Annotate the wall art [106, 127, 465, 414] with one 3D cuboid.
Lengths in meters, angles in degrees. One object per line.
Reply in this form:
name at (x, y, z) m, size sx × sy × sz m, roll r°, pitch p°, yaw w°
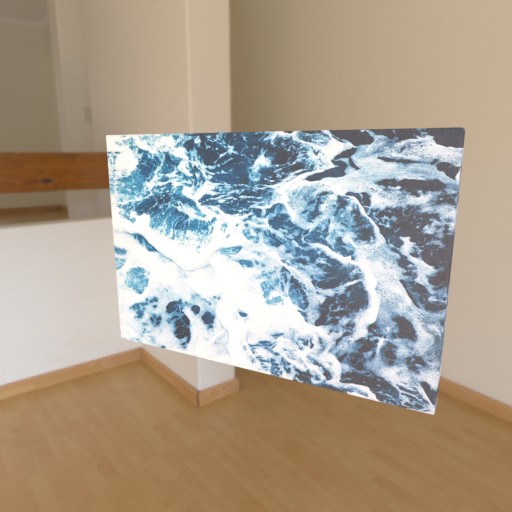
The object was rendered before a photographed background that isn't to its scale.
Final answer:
wall art at (0.000, 0.000, 0.756) m, size 0.609 × 0.407 × 0.043 m, roll 7°, pitch 15°, yaw 26°
